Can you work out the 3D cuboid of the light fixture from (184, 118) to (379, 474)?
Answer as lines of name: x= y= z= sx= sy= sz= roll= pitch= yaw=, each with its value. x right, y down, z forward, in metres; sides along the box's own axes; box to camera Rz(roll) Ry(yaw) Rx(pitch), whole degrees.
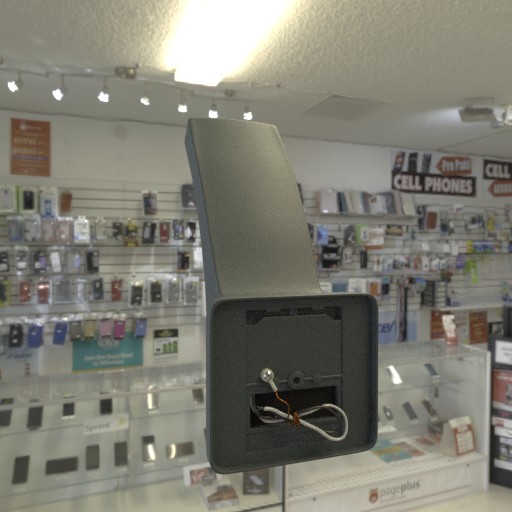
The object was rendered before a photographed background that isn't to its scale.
light fixture: x=0.000 y=0.000 z=0.339 sx=0.108 sy=0.243 sz=0.174 roll=0 pitch=1 yaw=-18
